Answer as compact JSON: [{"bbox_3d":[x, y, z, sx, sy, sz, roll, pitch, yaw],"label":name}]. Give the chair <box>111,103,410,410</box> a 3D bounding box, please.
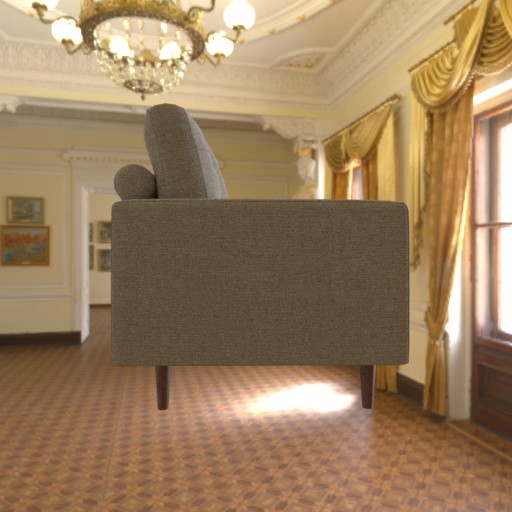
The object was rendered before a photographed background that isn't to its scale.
[{"bbox_3d":[0.000,0.000,1.552,0.843,0.880,0.821,0,0,-1],"label":"chair"}]
